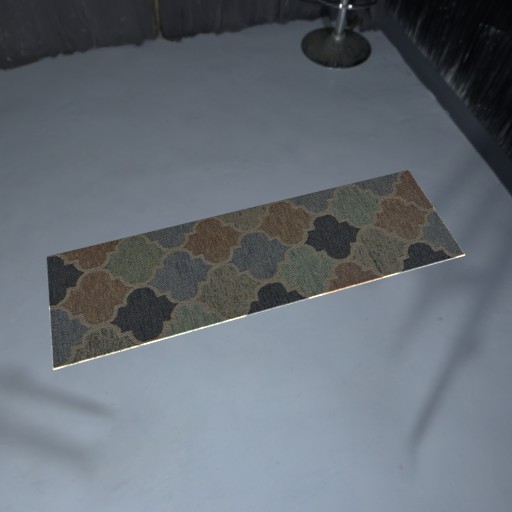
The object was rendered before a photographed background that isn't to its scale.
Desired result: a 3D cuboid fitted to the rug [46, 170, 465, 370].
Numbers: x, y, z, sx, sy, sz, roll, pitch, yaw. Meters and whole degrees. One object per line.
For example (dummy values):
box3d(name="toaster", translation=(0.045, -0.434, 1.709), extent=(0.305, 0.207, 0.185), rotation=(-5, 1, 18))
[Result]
box3d(name="rug", translation=(0.000, 0.000, 2.524), extent=(2.287, 0.011, 0.687), rotation=(-14, 59, -9))
